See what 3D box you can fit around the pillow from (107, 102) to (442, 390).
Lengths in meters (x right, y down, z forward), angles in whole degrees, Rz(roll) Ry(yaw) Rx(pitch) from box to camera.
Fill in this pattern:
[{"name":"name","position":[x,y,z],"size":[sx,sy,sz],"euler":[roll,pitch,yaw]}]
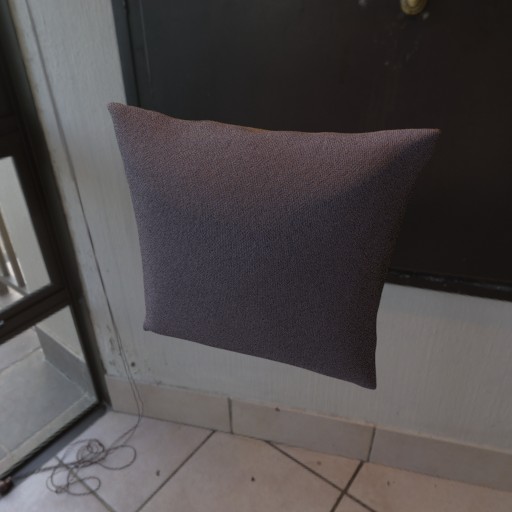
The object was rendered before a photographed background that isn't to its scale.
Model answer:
[{"name":"pillow","position":[0.000,0.000,0.688],"size":[0.452,0.439,0.204],"euler":[10,34,16]}]
